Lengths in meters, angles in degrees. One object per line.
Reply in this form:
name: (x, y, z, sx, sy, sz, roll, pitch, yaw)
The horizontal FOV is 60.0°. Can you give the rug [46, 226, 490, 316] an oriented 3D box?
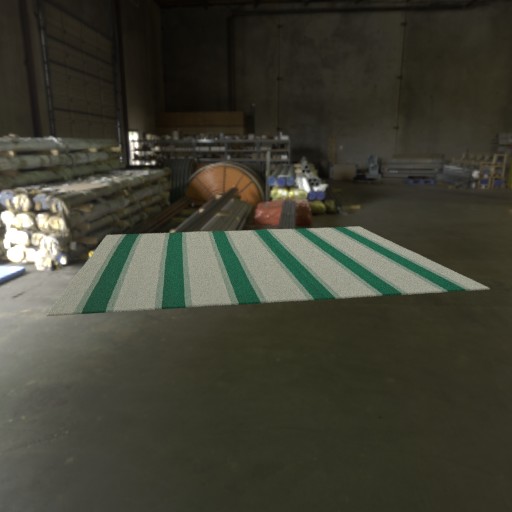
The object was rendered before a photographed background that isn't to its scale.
rug: (0.000, 0.000, 4.132, 3.041, 0.019, 2.434, -2, 15, -9)
